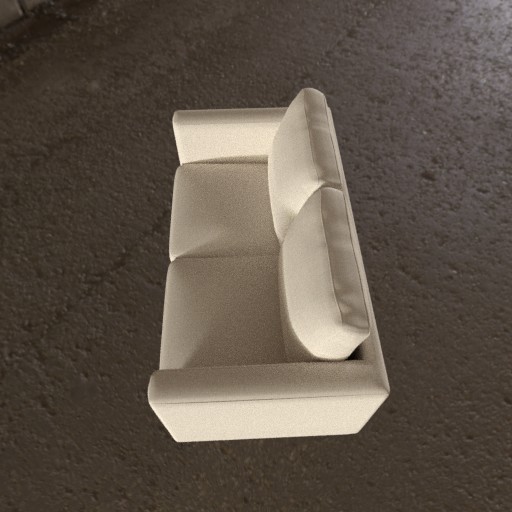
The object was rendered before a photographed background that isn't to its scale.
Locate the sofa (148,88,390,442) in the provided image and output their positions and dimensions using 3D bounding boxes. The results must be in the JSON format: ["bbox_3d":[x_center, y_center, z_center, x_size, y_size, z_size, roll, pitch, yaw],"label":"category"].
[{"bbox_3d":[0.000,0.000,1.975,0.796,0.908,1.430,-2,56,-1],"label":"sofa"}]
